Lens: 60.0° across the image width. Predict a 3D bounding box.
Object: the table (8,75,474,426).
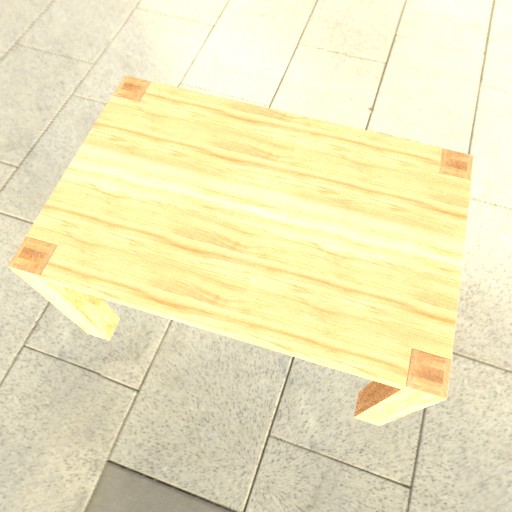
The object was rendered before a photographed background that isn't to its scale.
[{"bbox_3d":[0.000,0.000,1.866,1.400,0.760,0.900,15,65,7],"label":"table"}]
